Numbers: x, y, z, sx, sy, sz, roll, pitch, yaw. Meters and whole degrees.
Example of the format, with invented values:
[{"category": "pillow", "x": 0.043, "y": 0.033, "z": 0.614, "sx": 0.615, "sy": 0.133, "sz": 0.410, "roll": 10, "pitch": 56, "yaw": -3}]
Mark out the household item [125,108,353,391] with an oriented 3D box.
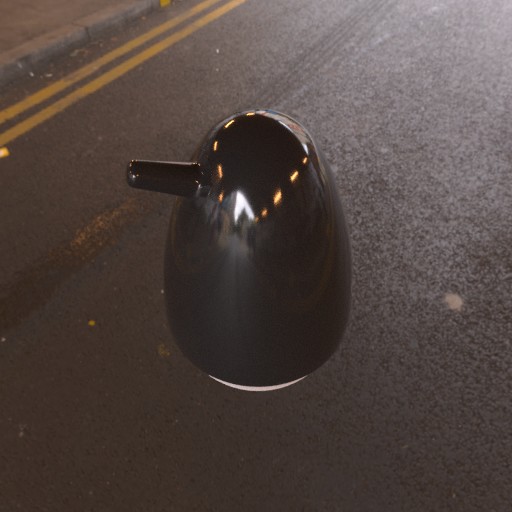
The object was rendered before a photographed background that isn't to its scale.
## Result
[{"category": "household item", "x": 0.000, "y": 0.000, "z": 0.222, "sx": 0.104, "sy": 0.152, "sz": 0.102, "roll": -16, "pitch": 49, "yaw": -15}]
